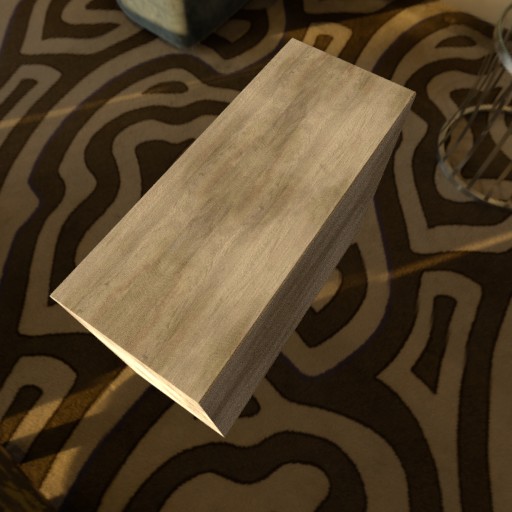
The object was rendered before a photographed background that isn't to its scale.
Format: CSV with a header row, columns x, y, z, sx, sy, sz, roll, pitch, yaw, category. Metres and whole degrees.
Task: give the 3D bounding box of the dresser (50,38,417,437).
x,y,z,sx,sy,sz,roll,pitch,yaw,category
0.000,0.000,1.453,0.404,0.816,0.994,31,67,14,dresser
